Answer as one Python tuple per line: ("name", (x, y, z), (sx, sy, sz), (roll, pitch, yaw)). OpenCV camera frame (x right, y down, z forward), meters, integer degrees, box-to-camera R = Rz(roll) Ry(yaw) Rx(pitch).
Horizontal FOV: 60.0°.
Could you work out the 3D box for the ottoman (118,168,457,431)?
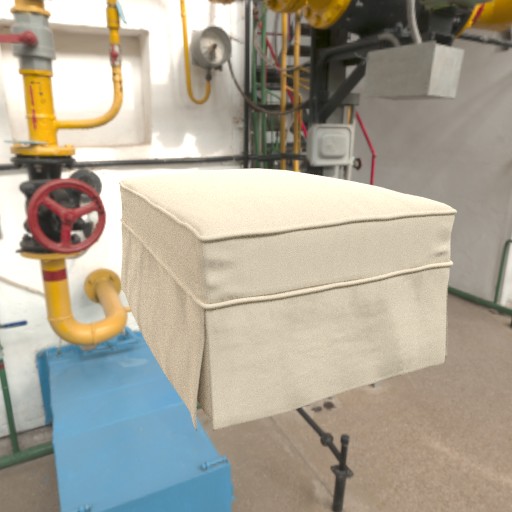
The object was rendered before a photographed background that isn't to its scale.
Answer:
("ottoman", (0.000, 0.000, 1.345), (0.703, 0.479, 0.944), (-8, 18, -25))
